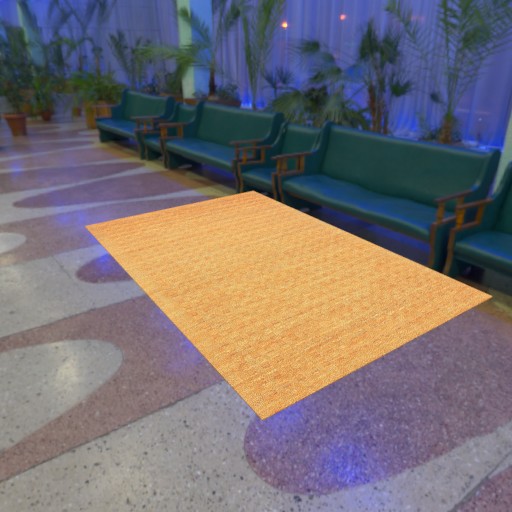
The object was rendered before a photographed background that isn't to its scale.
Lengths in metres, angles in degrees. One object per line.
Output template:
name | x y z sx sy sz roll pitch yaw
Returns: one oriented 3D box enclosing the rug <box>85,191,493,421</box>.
rug | 0.000 0.000 2.849 1.524 0.006 2.285 -17 30 -31
